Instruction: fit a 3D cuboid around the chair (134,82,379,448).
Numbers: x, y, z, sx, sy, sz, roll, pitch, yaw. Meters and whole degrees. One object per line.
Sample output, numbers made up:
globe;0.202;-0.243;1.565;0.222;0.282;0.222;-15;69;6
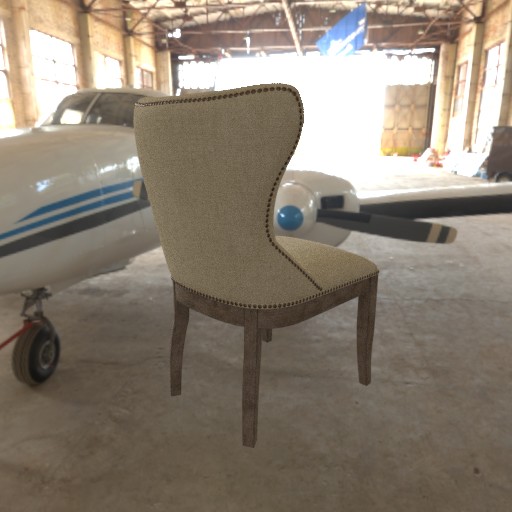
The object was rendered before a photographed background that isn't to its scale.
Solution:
chair;0.000;0.000;1.468;0.681;1.002;0.654;-14;21;-43
